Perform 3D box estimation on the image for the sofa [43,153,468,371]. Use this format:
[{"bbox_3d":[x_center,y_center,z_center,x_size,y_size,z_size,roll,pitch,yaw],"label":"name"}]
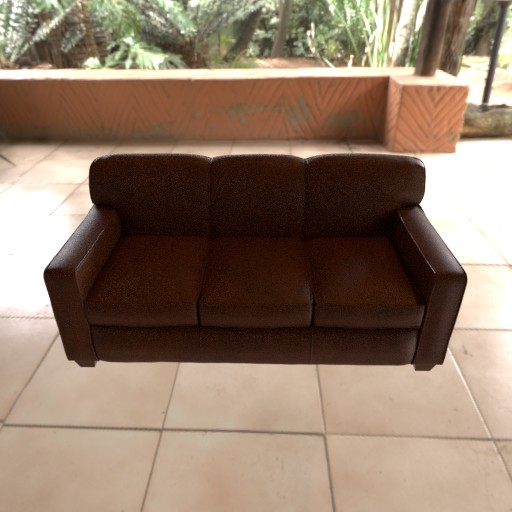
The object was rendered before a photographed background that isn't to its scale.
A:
[{"bbox_3d":[0.000,0.000,2.549,2.039,0.953,1.008,0,31,1],"label":"sofa"}]
